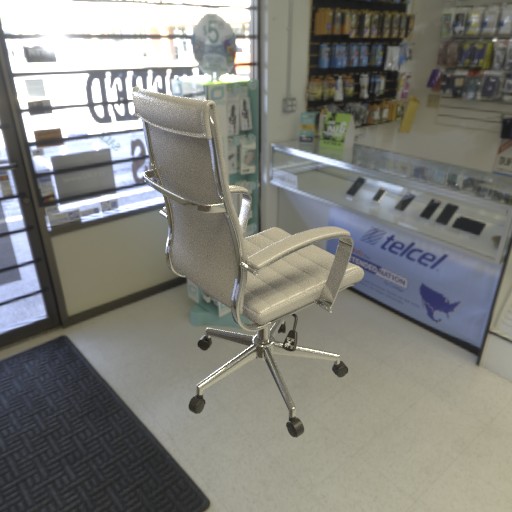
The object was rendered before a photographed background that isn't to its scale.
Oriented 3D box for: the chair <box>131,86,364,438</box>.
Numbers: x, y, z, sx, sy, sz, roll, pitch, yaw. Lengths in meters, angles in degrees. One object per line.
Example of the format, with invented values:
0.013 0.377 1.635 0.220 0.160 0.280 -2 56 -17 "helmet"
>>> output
0.000 0.000 1.600 0.667 1.149 0.679 -18 31 -33 "chair"
